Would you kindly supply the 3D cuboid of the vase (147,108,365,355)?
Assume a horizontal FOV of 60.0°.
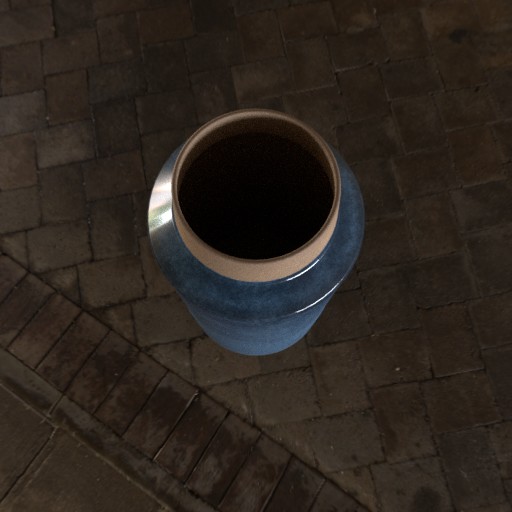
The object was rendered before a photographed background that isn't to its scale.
[{"bbox_3d":[0.000,0.000,0.401,0.163,0.316,0.163,0,75,0],"label":"vase"}]
